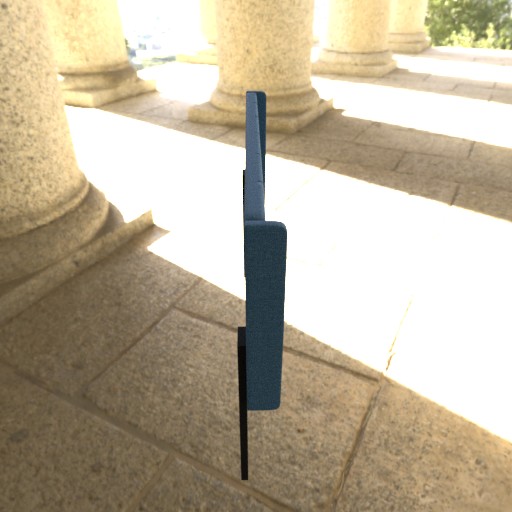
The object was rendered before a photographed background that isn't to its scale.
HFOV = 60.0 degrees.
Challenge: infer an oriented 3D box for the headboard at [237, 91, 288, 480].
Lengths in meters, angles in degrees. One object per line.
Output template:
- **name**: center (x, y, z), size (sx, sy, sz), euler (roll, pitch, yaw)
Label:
- **headboard**: center (0.000, 0.000, 2.732), size (0.184, 1.524, 2.051), euler (0, 32, -1)
